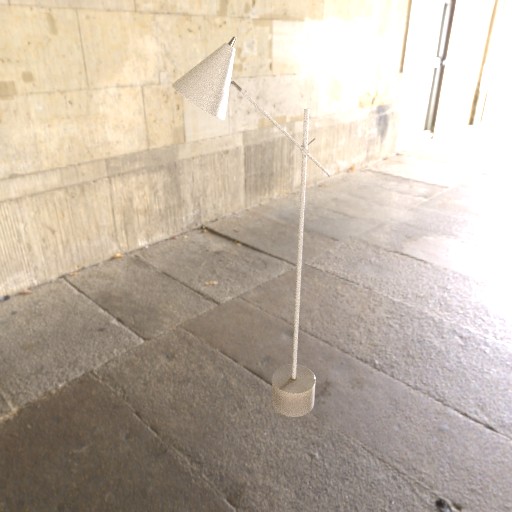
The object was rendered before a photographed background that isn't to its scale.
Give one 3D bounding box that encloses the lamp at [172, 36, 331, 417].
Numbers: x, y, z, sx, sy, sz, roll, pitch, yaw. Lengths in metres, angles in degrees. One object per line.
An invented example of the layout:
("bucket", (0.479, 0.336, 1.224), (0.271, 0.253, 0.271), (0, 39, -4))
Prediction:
("lamp", (0.000, 0.000, 1.611), (0.508, 1.430, 0.223), (-1, 26, -1))
